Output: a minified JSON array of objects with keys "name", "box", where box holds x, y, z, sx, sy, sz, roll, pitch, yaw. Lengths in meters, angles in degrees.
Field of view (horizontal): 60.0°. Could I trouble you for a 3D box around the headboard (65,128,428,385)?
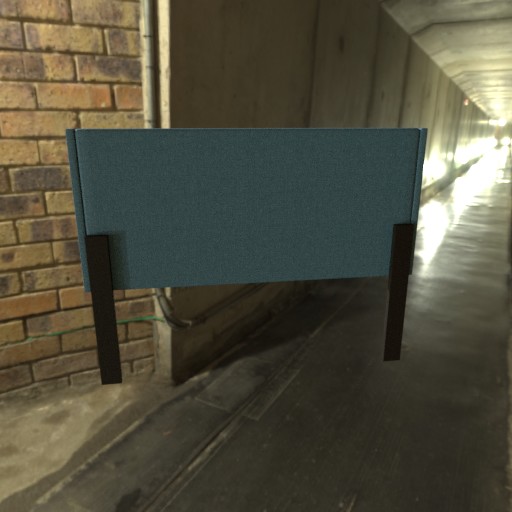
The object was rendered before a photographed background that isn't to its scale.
[{"name":"headboard","box":[0.000,0.000,2.751,2.051,1.524,0.184,-3,17,-8]}]
